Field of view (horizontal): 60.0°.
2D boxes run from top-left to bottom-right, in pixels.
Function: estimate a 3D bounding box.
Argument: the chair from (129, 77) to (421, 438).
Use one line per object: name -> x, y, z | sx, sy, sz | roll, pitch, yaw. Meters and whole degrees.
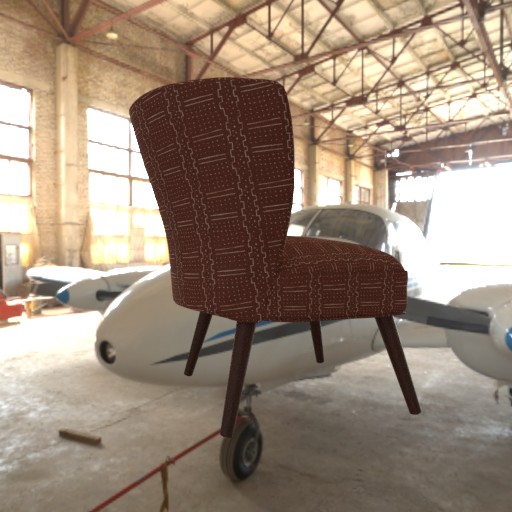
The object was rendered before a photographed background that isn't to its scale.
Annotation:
chair -> 0.000, 0.000, 1.380 | 0.758, 0.866, 0.706 | 0, 1, -18
